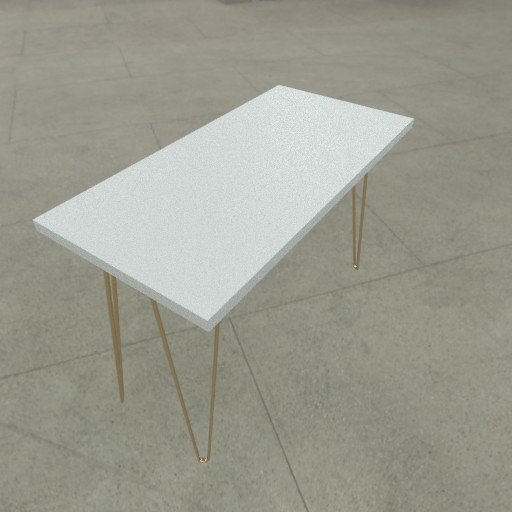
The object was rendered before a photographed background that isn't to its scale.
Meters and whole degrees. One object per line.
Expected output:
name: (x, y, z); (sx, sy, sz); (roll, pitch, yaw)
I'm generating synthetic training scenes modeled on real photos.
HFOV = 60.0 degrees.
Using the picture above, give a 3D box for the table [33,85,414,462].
table: (0.000, 0.000, 1.379); (0.498, 0.660, 0.991); (25, 47, 26)
